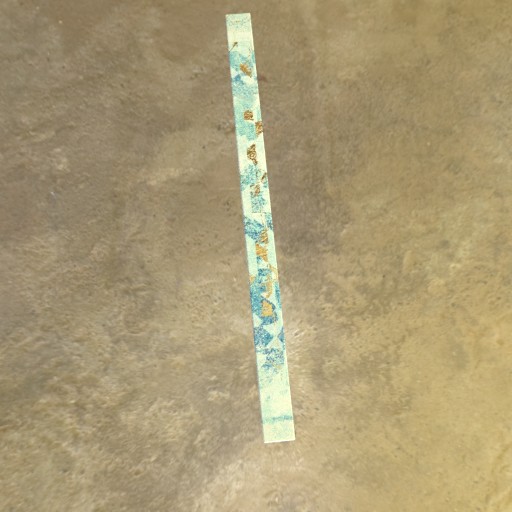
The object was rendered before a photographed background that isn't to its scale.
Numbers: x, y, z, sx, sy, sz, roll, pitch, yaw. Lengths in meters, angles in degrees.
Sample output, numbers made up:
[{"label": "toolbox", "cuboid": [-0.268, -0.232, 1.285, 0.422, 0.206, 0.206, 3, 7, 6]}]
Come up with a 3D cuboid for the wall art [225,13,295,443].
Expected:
[{"label": "wall art", "cuboid": [0.000, 0.000, 0.894, 0.040, 0.609, 0.609, -5, 76, -1]}]
